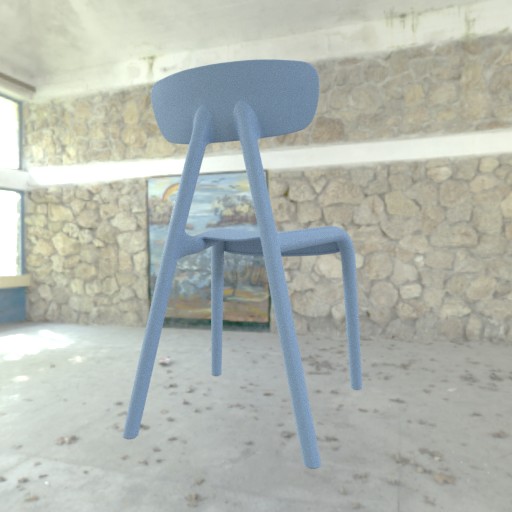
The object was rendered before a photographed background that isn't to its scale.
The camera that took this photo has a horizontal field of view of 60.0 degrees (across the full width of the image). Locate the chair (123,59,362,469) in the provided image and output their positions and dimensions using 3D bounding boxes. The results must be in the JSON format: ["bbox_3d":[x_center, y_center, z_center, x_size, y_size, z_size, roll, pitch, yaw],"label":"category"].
[{"bbox_3d":[0.000,0.000,0.838,0.356,0.580,0.401,0,0,19],"label":"chair"}]
